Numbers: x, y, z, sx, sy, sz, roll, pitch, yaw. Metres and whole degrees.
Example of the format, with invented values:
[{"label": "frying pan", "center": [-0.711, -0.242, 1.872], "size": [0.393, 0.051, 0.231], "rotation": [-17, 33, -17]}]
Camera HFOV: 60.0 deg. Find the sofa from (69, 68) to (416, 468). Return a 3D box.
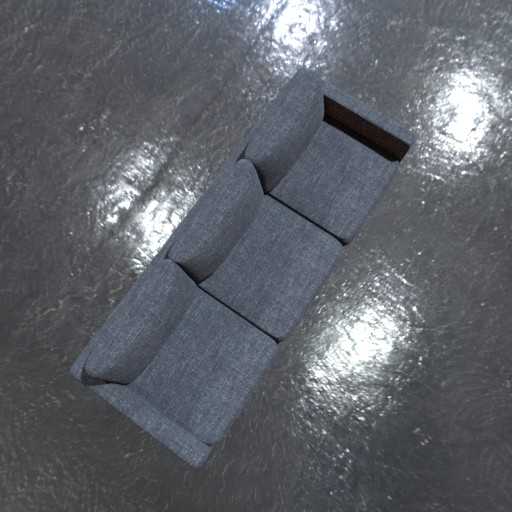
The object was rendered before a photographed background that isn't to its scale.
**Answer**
[{"label": "sofa", "center": [0.000, 0.000, 2.663], "size": [0.859, 0.874, 2.218], "rotation": [34, 78, 8]}]
